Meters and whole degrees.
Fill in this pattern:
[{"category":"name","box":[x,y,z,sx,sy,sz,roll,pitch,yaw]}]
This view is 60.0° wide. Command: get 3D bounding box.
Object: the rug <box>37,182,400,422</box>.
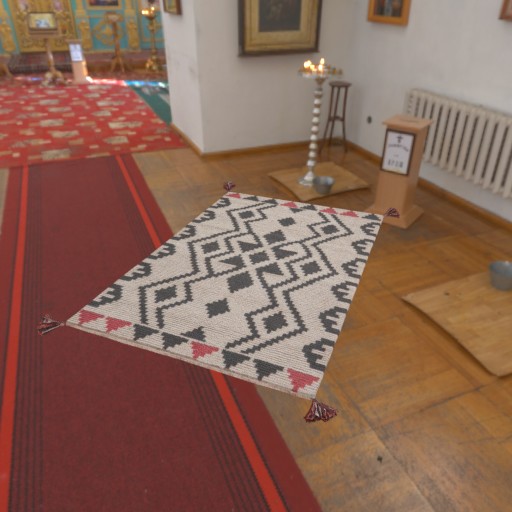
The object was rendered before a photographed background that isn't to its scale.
[{"category":"rug","box":[0.000,0.000,2.627,1.444,0.067,2.069,11,32,19]}]
